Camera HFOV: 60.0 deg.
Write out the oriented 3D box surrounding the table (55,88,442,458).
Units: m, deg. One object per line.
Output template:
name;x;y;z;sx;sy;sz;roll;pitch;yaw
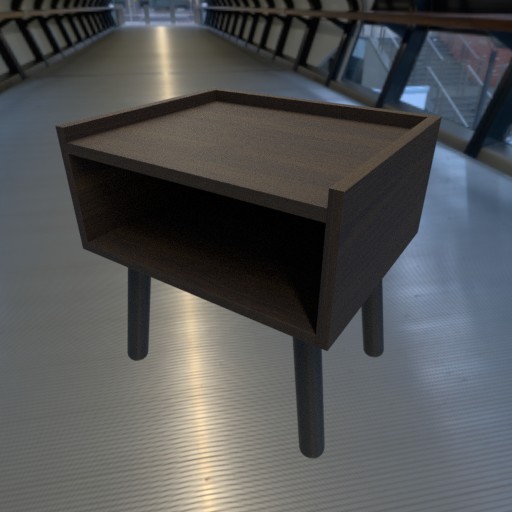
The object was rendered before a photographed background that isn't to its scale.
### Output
table;0.000;0.000;0.784;0.450;0.470;0.370;19;35;29
